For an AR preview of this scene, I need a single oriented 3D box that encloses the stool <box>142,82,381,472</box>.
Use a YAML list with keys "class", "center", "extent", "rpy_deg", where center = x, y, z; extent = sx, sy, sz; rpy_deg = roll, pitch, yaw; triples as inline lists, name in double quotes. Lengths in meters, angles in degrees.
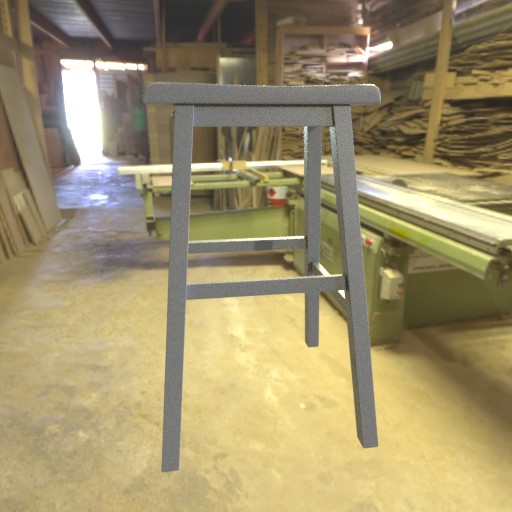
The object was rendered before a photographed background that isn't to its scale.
- class: "stool"
  center: [0.000, 0.000, 1.033]
  extent: [0.457, 0.737, 0.476]
  rpy_deg: [-3, 18, -9]
